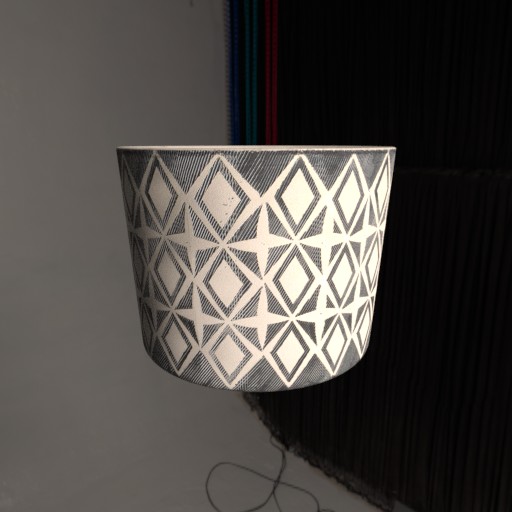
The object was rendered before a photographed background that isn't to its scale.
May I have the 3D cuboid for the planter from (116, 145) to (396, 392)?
[{"bbox_3d":[0.000,0.000,0.458,0.260,0.220,0.260,0,14,0],"label":"planter"}]
